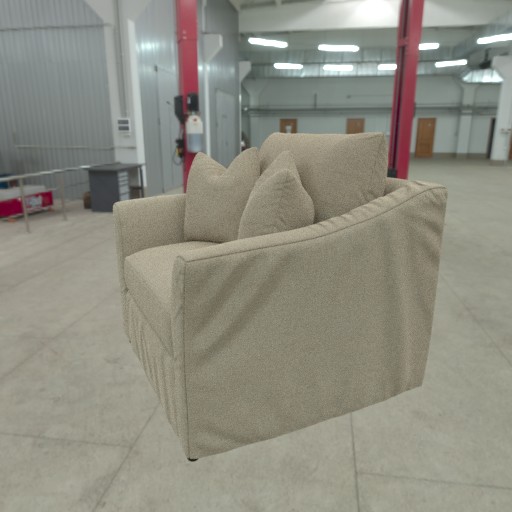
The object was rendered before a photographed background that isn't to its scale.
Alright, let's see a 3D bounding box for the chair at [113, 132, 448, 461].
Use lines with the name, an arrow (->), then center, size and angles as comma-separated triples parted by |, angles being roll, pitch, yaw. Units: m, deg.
chair -> 0.000, 0.000, 2.029 | 1.071, 1.093, 1.194 | -8, 18, -26
